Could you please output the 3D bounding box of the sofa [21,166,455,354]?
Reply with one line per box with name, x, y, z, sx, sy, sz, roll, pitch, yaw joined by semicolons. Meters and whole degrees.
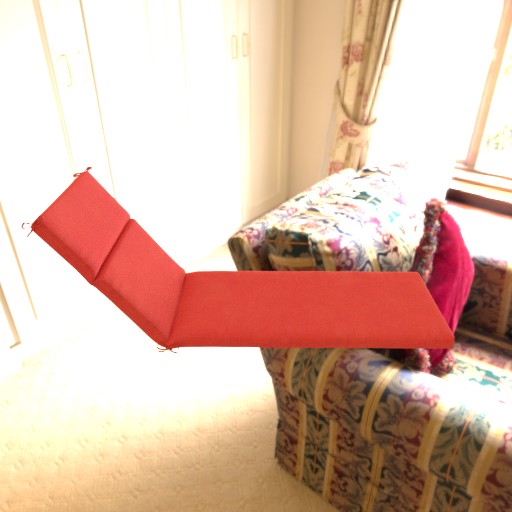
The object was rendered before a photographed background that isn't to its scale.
sofa;0.000;0.000;1.928;1.663;0.622;0.582;0;31;0
